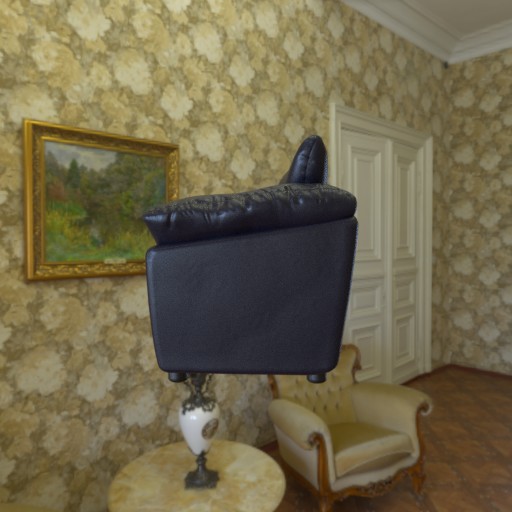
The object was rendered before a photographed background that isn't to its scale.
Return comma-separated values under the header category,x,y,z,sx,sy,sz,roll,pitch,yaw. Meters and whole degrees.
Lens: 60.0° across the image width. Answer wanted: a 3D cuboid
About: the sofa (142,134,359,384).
category,x,y,z,sx,sy,sz,roll,pitch,yaw
sofa,0.000,0.000,2.903,0.880,1.073,2.336,0,1,1
